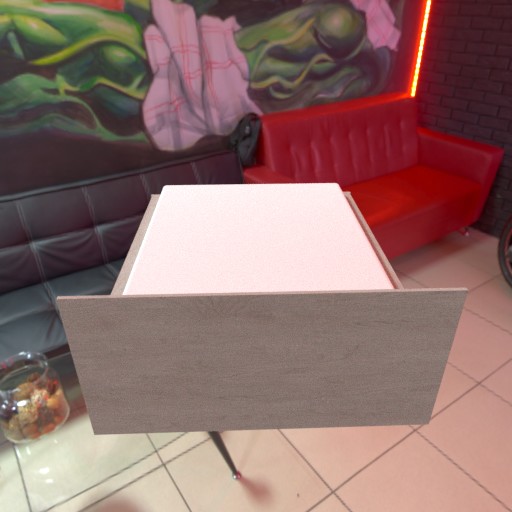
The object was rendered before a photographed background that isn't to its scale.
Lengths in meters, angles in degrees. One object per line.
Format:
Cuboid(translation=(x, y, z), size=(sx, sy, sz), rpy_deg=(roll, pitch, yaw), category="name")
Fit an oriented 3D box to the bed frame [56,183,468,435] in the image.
Cuboid(translation=(0.000, 0.000, 2.788), size=(1.622, 0.800, 1.960), rpy_deg=(-1, 30, -2), category="bed frame")
